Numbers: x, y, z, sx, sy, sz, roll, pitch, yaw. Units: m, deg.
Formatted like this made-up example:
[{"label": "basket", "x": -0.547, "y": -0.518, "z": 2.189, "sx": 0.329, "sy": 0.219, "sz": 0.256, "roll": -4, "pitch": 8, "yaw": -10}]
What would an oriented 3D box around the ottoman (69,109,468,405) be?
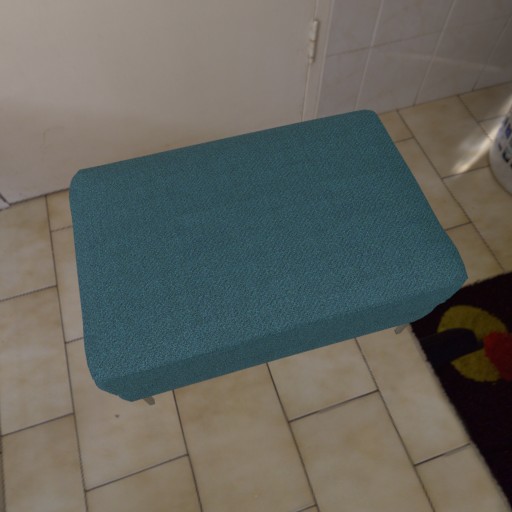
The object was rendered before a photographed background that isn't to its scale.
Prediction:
[{"label": "ottoman", "x": 0.000, "y": 0.000, "z": 1.199, "sx": 0.856, "sy": 0.498, "sz": 0.563, "roll": -14, "pitch": 62, "yaw": -8}]
